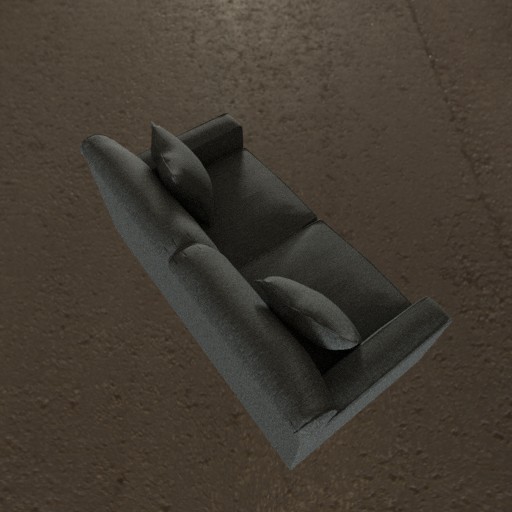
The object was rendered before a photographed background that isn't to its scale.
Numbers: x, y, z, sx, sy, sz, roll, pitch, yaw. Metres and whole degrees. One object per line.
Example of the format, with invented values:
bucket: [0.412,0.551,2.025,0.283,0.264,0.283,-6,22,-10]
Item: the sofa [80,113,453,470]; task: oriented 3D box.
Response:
sofa: [0.000,0.000,2.433,0.998,0.958,1.846,-32,62,-19]
